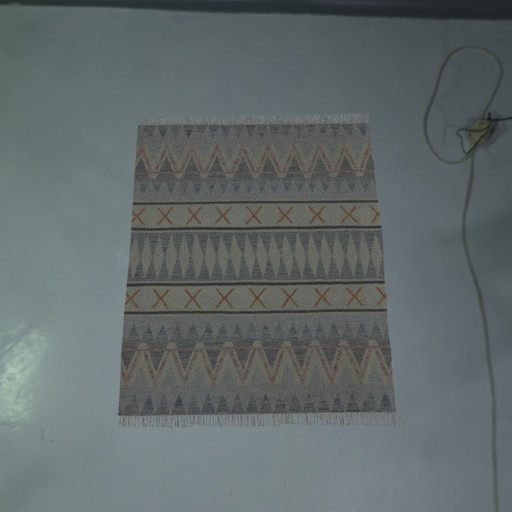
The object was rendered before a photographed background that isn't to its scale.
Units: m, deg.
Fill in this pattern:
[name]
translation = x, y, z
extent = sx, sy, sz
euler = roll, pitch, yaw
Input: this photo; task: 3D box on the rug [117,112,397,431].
[rug]
translation = 0.000, 0.000, 4.099
extent = 2.371, 0.012, 3.000
euler = -1, 75, 0
